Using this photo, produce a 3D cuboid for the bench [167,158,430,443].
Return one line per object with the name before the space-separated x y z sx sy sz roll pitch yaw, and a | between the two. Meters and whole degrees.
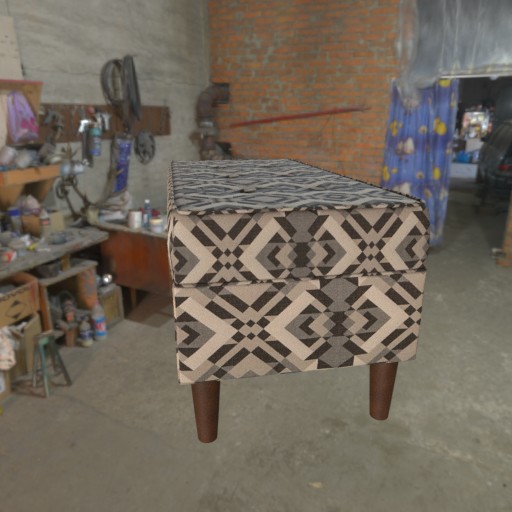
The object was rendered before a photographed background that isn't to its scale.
bench | 0.000 0.000 1.299 0.492 0.477 1.016 -3 17 -10
